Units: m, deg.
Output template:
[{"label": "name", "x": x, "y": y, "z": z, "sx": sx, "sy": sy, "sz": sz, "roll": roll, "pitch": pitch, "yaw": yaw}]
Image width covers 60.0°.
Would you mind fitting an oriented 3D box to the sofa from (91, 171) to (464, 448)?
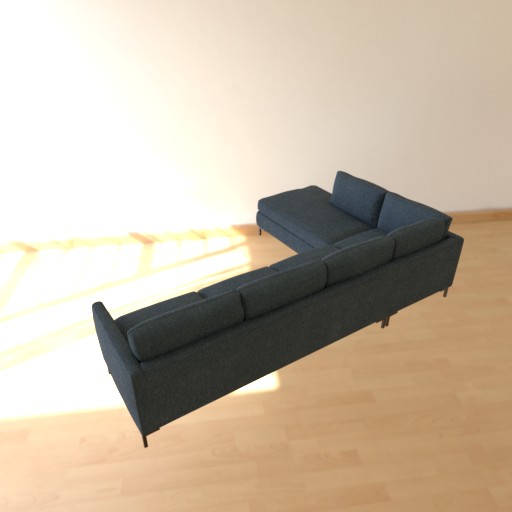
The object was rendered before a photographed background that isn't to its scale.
[{"label": "sofa", "x": 0.000, "y": 0.000, "z": 3.859, "sx": 2.949, "sy": 0.815, "sz": 2.007, "roll": -18, "pitch": 35, "yaw": -28}]
